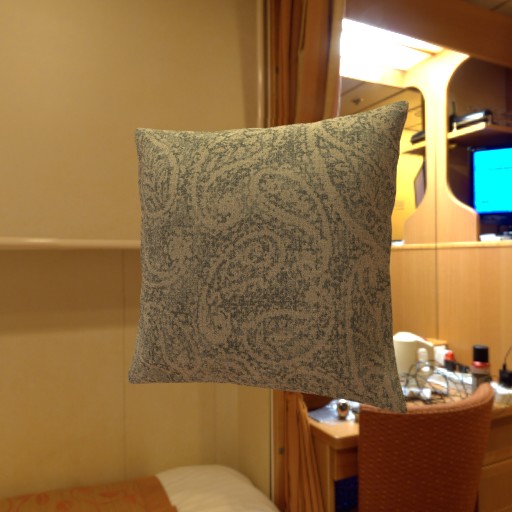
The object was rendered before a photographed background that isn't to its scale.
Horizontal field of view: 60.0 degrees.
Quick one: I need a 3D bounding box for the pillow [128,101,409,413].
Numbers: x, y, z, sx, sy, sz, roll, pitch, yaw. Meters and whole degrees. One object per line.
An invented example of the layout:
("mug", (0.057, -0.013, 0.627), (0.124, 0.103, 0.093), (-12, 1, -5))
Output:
("pillow", (0.000, 0.000, 0.801), (0.523, 0.510, 0.166), (0, 0, 17))
